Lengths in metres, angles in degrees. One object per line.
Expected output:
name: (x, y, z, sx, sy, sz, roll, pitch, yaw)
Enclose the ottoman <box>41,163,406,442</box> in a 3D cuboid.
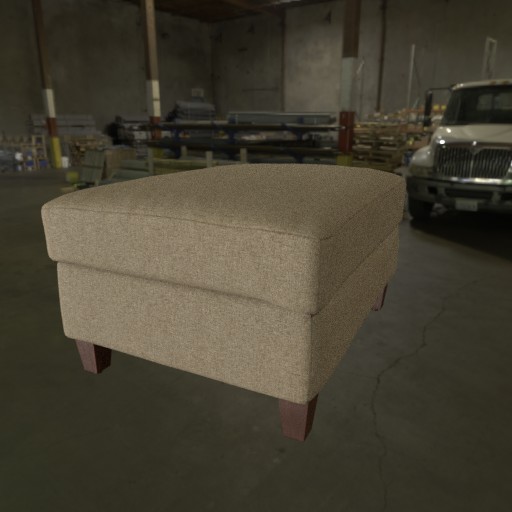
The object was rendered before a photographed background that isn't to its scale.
ottoman: (0.000, 0.000, 1.282, 0.692, 0.511, 0.889, 8, 19, 25)
